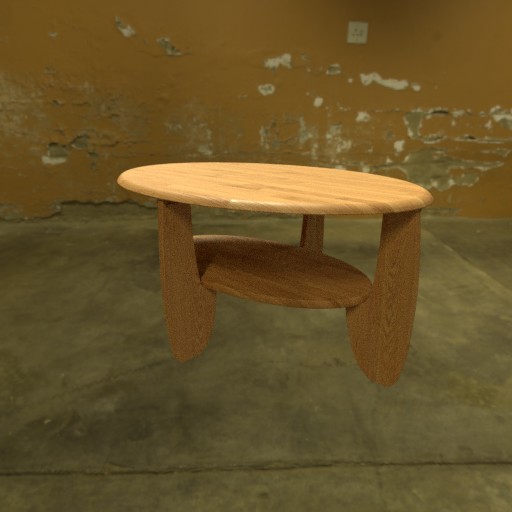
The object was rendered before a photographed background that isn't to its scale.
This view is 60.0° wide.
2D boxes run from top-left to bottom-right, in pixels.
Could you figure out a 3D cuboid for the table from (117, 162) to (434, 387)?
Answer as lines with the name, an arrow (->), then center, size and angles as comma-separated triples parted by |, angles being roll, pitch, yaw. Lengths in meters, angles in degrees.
table -> 0.000, 0.000, 1.384 | 1.040, 0.490, 0.690 | 16, 24, 42
